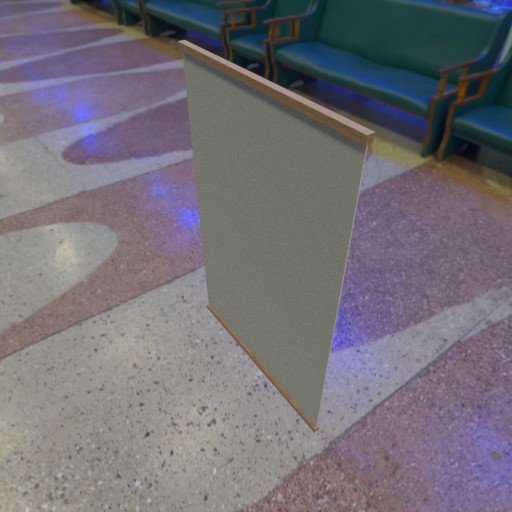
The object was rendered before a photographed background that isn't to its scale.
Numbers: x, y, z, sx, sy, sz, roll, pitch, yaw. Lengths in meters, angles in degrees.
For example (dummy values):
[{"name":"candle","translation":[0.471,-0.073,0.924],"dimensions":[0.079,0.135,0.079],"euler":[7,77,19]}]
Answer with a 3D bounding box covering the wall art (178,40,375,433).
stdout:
[{"name":"wall art","translation":[0.000,0.000,1.918],"dimensions":[0.030,1.519,0.990],"euler":[-25,47,-26]}]
